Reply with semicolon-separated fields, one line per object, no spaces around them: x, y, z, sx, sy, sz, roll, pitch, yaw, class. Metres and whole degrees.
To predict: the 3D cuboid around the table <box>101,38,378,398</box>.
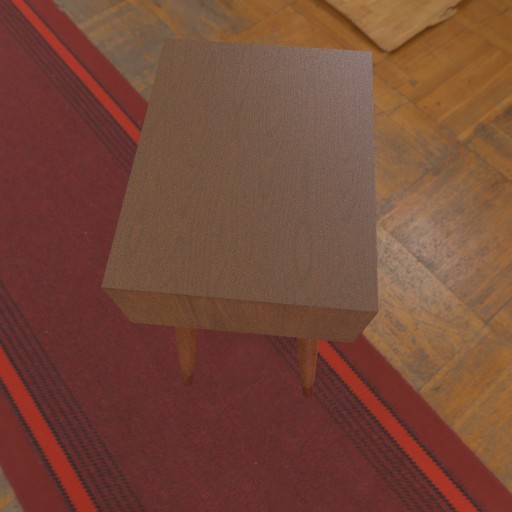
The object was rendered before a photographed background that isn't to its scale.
0.000;0.000;0.818;0.300;0.599;0.406;5;65;2;table
